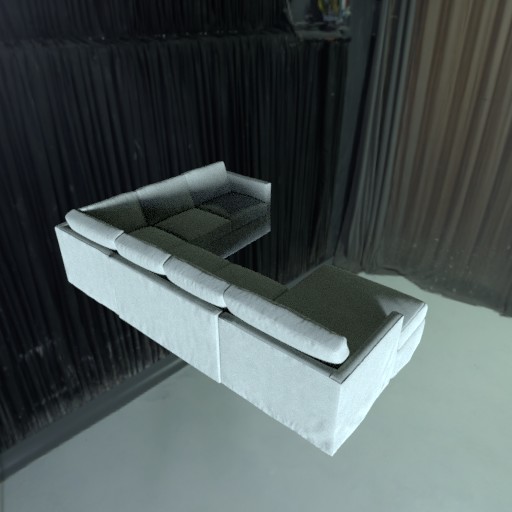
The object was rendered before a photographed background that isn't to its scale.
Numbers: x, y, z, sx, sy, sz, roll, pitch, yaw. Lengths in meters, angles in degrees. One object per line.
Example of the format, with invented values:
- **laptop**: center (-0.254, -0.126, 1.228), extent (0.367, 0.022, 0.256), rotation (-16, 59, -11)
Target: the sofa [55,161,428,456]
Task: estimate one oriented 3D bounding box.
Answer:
- **sofa**: center (0.000, 0.000, 4.552), extent (3.434, 0.869, 2.440), rotation (23, 37, 34)
